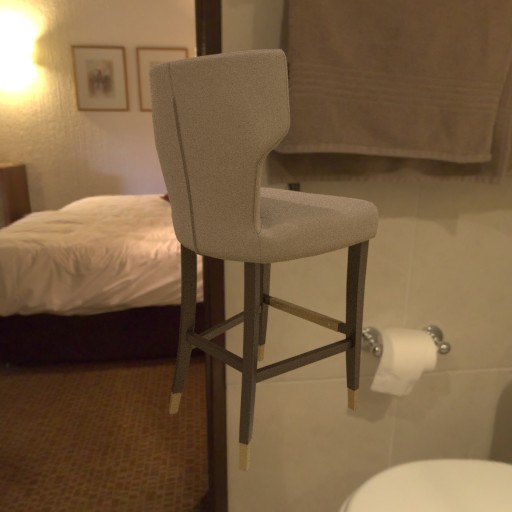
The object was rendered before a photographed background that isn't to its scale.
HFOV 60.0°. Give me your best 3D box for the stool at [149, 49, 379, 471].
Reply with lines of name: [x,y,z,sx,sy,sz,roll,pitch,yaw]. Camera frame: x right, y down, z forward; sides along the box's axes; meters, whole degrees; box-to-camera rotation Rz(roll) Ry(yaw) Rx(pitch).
stool: [0.000,0.000,1.376,0.563,1.092,0.526,-15,21,-42]
